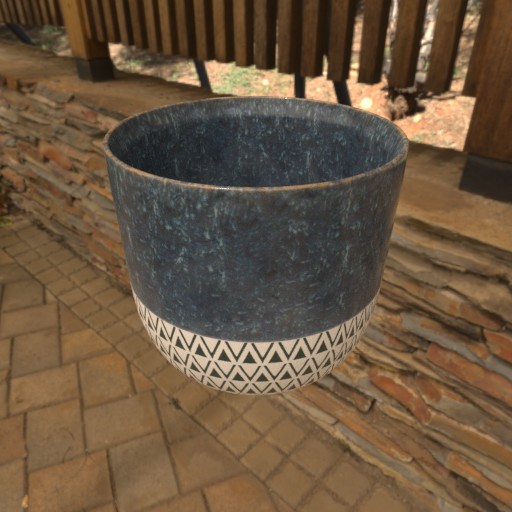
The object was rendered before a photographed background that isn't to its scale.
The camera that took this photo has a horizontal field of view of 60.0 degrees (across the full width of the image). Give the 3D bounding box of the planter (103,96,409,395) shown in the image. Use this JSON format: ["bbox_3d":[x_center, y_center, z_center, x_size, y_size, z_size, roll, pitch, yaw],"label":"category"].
[{"bbox_3d":[0.000,0.000,0.471,0.266,0.270,0.266,0,32,0],"label":"planter"}]
